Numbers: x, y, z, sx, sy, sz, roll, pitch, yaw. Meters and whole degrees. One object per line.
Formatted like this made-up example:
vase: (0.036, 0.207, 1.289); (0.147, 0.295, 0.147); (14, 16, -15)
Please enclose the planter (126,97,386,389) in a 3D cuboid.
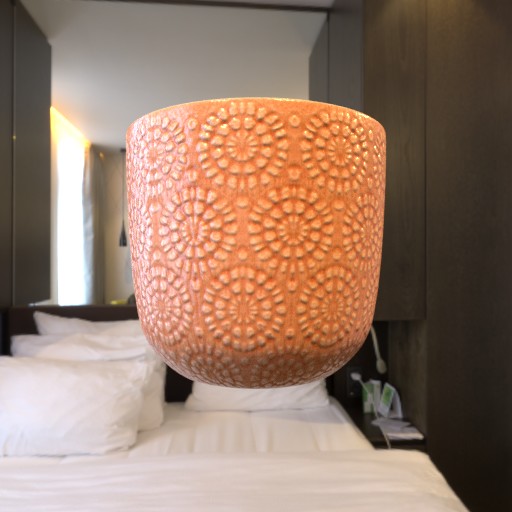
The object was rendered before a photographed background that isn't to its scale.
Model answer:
planter: (0.000, 0.000, 0.369); (0.208, 0.190, 0.208); (0, 0, 0)
